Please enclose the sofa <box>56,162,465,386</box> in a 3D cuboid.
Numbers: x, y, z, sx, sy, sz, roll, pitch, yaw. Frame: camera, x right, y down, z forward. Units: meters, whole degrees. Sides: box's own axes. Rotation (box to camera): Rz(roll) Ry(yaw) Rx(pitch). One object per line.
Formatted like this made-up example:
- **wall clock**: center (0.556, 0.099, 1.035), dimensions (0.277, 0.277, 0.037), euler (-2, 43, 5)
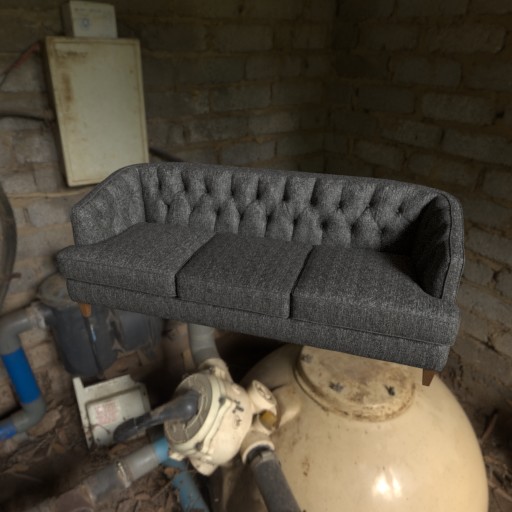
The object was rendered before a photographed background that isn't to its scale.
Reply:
- **sofa**: center (0.000, 0.000, 2.738), dimensions (2.278, 0.855, 0.941), euler (8, 27, 16)
